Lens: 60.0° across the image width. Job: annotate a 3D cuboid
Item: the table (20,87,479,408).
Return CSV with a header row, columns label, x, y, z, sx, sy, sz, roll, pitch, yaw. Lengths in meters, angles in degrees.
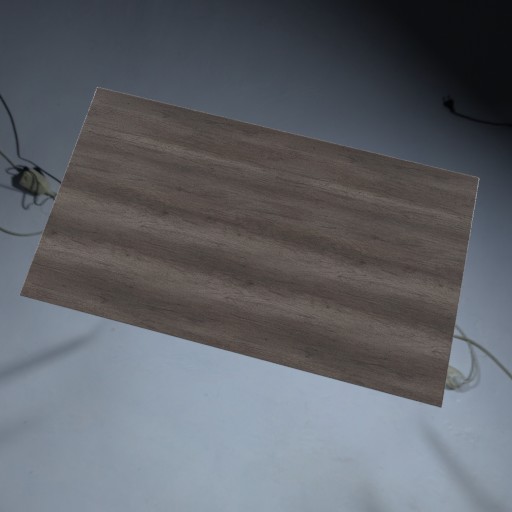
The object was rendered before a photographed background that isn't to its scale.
label,x,y,z,sx,sy,sz,roll,pitch,yaw
table,0.000,0.000,2.090,1.600,0.775,0.900,14,78,3
